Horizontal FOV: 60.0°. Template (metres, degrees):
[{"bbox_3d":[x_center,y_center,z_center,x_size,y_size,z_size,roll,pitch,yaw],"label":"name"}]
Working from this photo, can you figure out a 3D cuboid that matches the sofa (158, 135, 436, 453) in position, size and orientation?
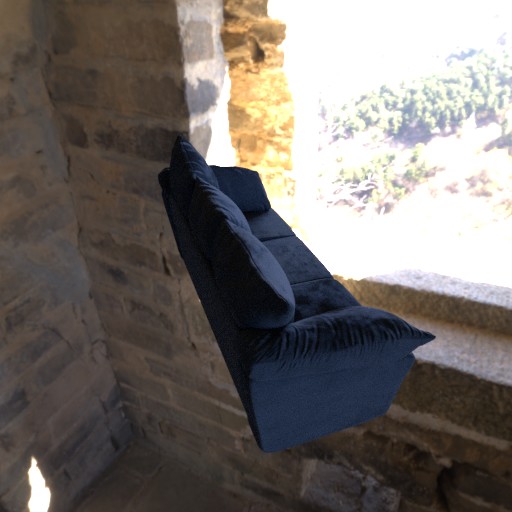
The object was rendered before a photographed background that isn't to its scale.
[{"bbox_3d":[0.000,0.000,2.911,0.907,1.091,2.390,-11,33,-17],"label":"sofa"}]
